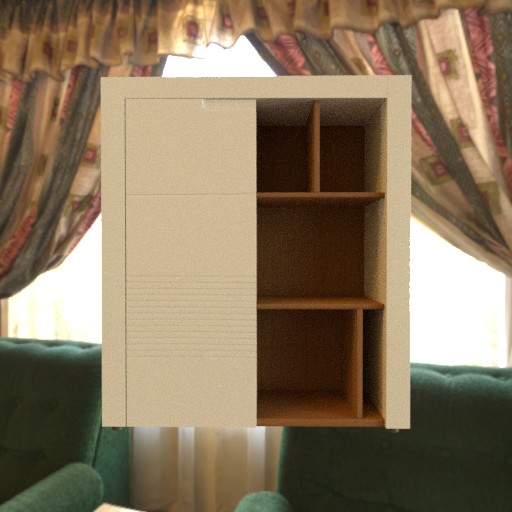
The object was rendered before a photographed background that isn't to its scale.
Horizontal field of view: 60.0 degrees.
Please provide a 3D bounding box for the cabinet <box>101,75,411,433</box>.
[{"bbox_3d":[0.000,0.000,1.591,0.990,1.150,0.348,0,1,1],"label":"cabinet"}]
